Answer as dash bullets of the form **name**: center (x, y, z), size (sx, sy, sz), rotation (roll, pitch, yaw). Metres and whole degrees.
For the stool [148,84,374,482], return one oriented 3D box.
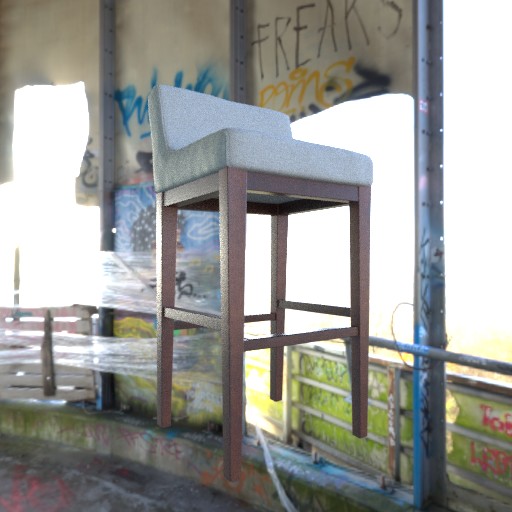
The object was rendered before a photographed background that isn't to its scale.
- **stool**: center (0.000, 0.000, 1.320), size (0.511, 1.037, 0.500), rotation (0, 0, -35)
